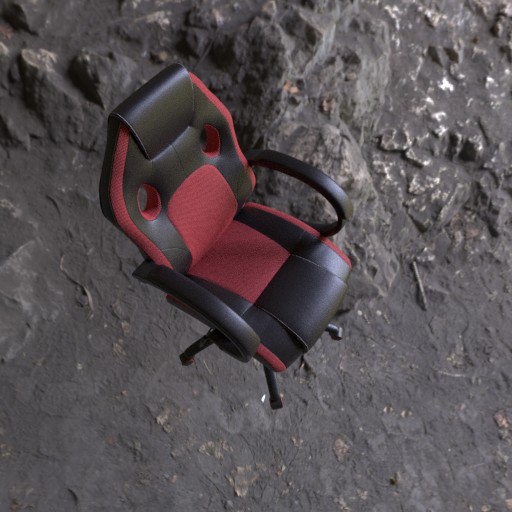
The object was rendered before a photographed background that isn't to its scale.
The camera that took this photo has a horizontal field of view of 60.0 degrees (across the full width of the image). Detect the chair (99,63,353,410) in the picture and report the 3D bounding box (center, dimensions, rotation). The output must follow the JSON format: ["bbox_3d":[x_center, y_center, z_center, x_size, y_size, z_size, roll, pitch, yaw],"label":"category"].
[{"bbox_3d":[0.000,0.000,1.627,0.783,1.189,0.750,30,63,17],"label":"chair"}]
